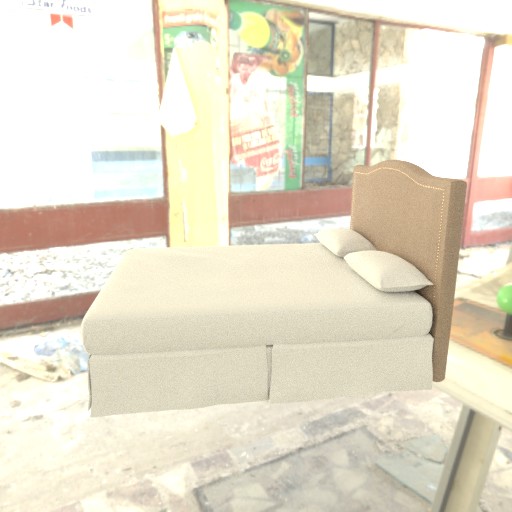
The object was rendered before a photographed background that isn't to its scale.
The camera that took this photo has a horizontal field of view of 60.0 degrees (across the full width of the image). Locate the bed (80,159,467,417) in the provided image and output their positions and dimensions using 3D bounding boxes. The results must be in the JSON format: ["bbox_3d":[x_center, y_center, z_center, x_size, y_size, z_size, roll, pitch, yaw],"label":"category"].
[{"bbox_3d":[0.000,0.000,3.416,2.282,1.436,1.821,-2,15,-7],"label":"bed"}]
